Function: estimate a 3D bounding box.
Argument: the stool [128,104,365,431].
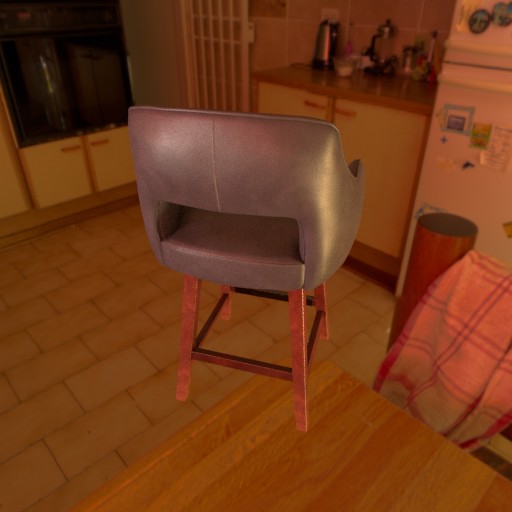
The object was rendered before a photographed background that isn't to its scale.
[{"bbox_3d":[0.000,0.000,1.271,0.550,0.936,0.560,9,33,14],"label":"stool"}]
